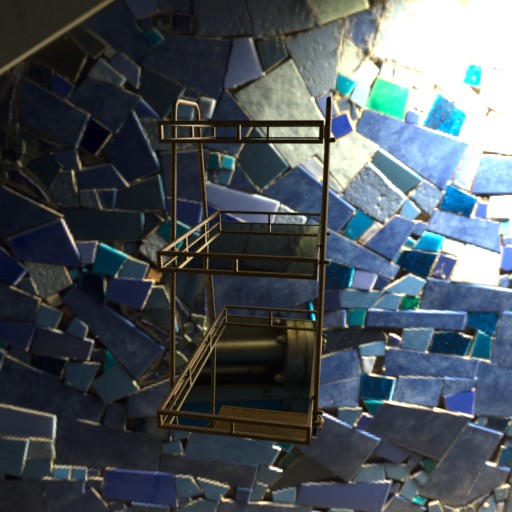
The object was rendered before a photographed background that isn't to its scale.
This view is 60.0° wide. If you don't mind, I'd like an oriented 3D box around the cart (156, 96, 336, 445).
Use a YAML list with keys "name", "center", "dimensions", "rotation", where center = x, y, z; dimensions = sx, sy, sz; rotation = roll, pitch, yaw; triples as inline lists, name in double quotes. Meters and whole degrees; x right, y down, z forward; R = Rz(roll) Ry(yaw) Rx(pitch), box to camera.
- name: "cart"
  center: [0.000, 0.000, 1.322]
  dimensions: [0.441, 0.883, 0.711]
  rotation: [3, 16, 9]
